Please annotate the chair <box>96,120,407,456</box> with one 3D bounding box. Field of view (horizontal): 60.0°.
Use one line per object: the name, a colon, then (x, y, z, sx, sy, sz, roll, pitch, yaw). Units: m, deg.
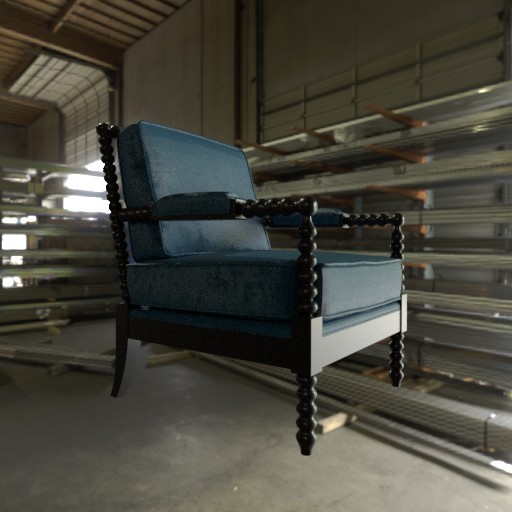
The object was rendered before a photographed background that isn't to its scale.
chair: (0.000, 0.000, 1.422, 0.805, 0.857, 0.688, 1, 1, 36)
